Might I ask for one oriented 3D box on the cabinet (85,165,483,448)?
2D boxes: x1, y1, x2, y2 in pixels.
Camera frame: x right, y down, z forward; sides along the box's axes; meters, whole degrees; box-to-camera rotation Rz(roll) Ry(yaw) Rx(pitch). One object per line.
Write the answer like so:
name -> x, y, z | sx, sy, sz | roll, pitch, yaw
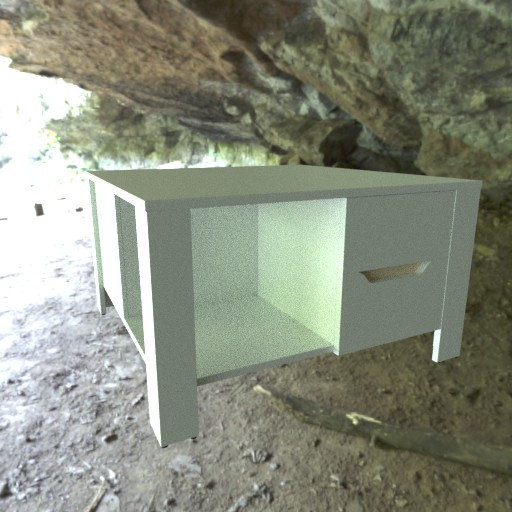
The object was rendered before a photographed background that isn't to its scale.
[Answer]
cabinet -> 0.000, 0.000, 1.277 | 0.800, 0.460, 0.800 | -7, 16, -26
